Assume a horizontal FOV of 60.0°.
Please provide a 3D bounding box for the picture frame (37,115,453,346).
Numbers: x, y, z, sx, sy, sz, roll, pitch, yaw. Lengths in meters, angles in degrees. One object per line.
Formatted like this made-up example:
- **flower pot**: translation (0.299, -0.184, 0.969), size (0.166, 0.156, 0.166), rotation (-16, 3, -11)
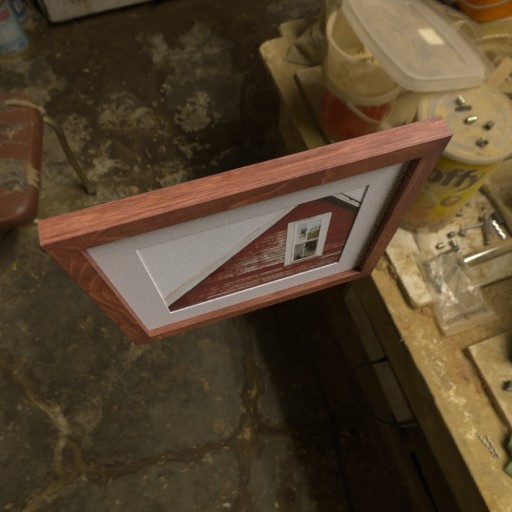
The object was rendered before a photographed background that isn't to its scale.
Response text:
- **picture frame**: translation (0.000, 0.000, 0.543), size (0.381, 0.330, 0.025), rotation (-16, 65, -8)
